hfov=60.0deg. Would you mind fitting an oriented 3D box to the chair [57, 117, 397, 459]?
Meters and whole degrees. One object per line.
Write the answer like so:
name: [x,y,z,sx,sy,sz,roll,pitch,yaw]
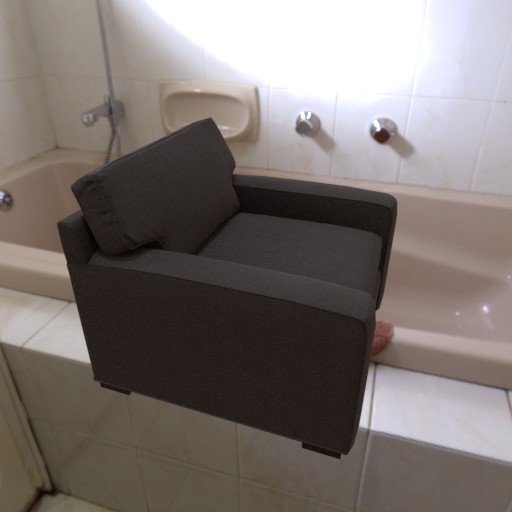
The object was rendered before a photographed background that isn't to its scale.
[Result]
chair: [0.000,0.000,1.833,1.043,0.913,0.997,10,31,17]
